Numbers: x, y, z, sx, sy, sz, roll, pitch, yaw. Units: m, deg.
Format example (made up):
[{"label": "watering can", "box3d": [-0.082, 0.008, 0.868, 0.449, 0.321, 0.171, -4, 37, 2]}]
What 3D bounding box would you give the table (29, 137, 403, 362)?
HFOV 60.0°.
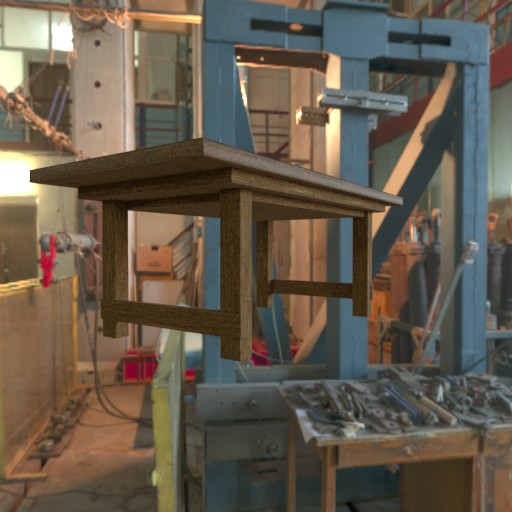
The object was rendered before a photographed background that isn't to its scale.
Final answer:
[{"label": "table", "box3d": [0.000, 0.000, 2.437, 1.000, 0.762, 1.982, 1, 1, 35]}]
